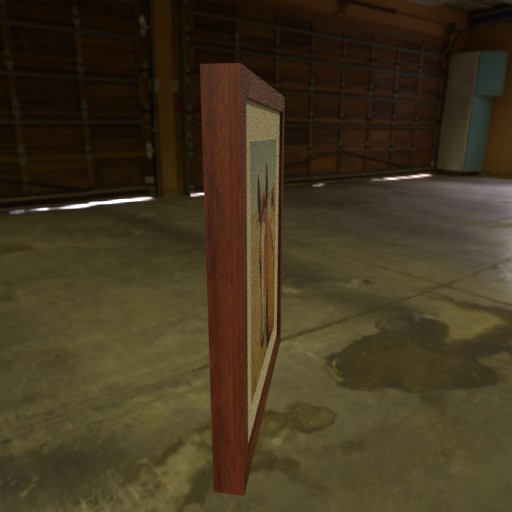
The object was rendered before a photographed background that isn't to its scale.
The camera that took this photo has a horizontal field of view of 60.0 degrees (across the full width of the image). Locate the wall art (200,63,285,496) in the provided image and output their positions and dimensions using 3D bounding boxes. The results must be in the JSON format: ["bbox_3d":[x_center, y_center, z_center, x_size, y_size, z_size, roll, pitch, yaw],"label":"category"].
[{"bbox_3d":[0.000,0.000,0.529,0.030,0.381,0.330,2,16,9],"label":"wall art"}]
